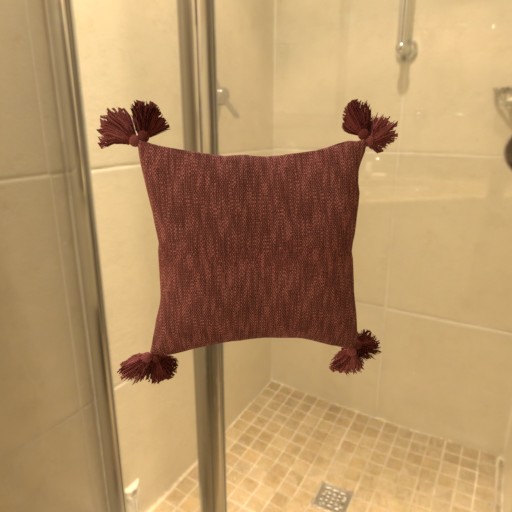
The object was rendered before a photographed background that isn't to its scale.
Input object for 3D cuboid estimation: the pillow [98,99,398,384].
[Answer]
[{"bbox_3d":[0.000,0.000,0.972,0.641,0.659,0.138,-2,17,-7],"label":"pillow"}]
